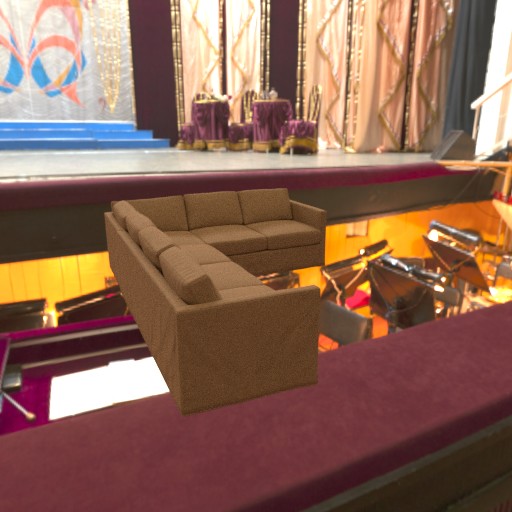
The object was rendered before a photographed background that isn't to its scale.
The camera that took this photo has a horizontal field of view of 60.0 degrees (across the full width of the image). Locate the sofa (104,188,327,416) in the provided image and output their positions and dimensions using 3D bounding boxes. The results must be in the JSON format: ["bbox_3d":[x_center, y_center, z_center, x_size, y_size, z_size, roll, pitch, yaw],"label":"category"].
[{"bbox_3d":[0.000,0.000,4.318,2.432,0.871,3.182,-8,18,-24],"label":"sofa"}]
